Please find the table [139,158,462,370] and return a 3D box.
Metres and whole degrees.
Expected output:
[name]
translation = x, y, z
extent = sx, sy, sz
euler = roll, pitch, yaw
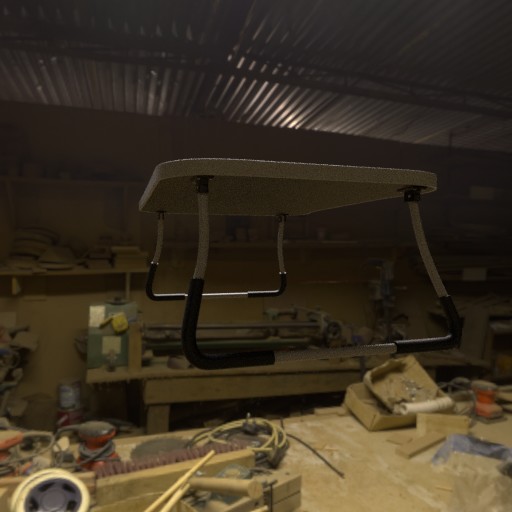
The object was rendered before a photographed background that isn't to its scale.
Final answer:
[table]
translation = 0.000, 0.000, 0.826
extent = 0.400, 0.232, 0.660
euler = 0, 1, -17
